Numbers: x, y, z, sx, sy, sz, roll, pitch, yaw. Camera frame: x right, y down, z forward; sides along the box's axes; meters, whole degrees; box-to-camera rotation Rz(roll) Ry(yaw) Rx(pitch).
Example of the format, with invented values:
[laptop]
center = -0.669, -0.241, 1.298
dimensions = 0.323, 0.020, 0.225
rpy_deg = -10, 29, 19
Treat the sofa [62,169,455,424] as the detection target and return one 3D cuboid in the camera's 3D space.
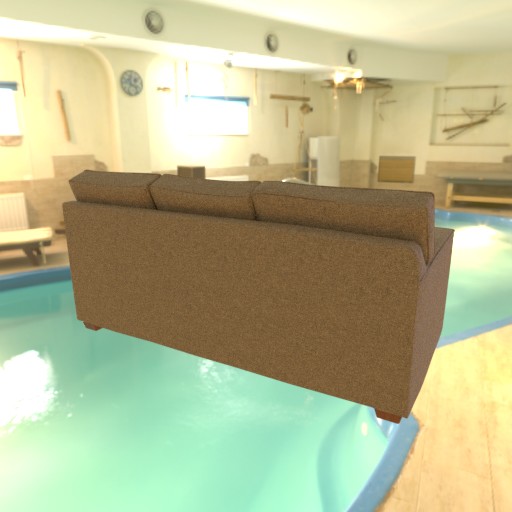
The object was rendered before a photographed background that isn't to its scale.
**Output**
[sofa]
center = 0.000, 0.000, 2.522
dimensions = 1.963, 0.946, 1.034
rpy_deg = 9, 18, 28
